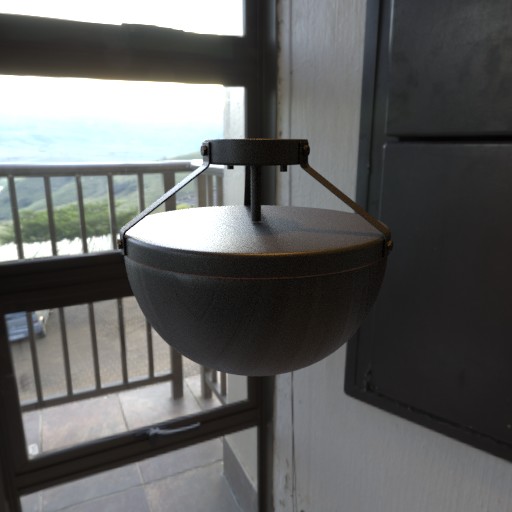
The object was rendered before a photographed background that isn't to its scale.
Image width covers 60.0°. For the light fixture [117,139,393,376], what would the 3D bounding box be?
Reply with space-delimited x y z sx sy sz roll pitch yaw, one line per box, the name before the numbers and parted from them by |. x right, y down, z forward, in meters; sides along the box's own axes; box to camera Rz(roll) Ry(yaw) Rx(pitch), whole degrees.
light fixture | 0.000 0.000 0.529 0.304 0.269 0.304 0 14 0
